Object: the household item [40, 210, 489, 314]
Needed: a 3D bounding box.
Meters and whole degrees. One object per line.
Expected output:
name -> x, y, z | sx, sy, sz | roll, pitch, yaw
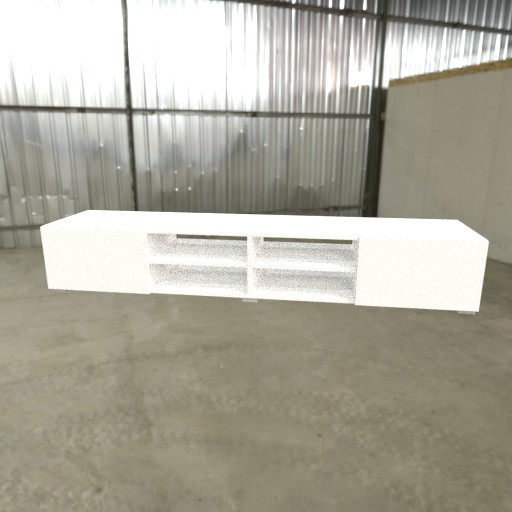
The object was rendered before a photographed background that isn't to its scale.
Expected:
household item -> 0.000, 0.000, 2.052 | 1.850, 0.310, 0.420 | 2, 16, 8
